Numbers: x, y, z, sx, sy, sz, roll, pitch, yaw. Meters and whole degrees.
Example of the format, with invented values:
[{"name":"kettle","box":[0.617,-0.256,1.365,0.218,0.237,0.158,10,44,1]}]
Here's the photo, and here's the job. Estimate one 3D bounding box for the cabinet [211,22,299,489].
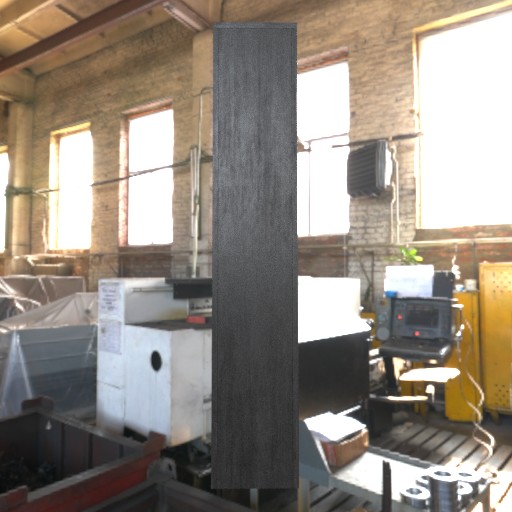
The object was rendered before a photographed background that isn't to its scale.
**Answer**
[{"name":"cabinet","box":[0.000,0.000,1.590,0.250,1.280,0.750,0,-2,-1]}]
